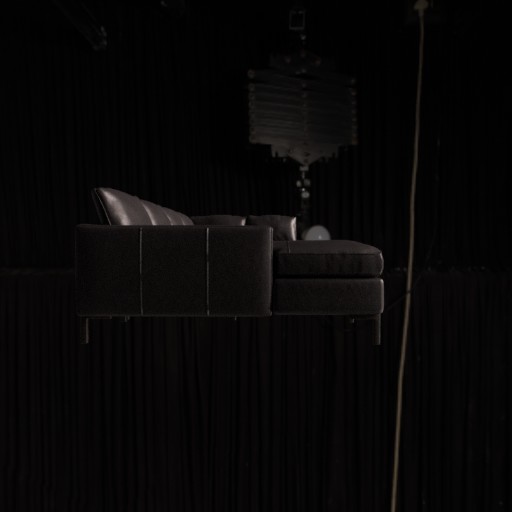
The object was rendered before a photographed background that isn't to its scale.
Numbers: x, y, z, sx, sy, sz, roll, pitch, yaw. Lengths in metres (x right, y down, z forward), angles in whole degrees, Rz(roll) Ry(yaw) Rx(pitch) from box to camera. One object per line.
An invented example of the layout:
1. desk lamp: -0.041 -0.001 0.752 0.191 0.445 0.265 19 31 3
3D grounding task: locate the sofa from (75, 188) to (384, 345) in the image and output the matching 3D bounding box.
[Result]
1. sofa: 0.000 0.000 3.869 1.939 0.900 2.956 0 2 1
